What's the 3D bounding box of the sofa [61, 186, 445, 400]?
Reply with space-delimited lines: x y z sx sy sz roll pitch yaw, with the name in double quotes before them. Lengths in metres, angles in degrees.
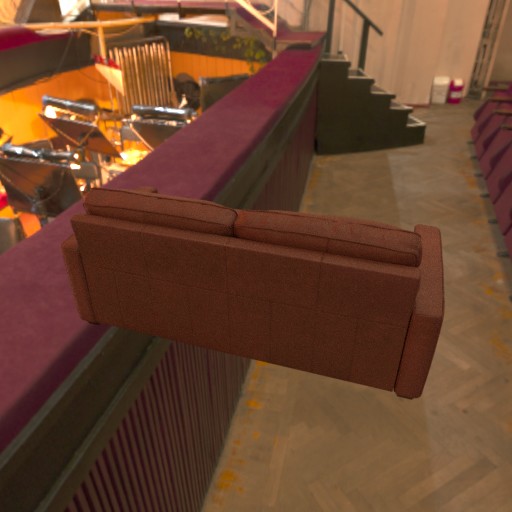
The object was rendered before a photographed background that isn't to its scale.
"sofa" 0.000 0.000 2.663 2.080 0.919 0.940 10 33 15
